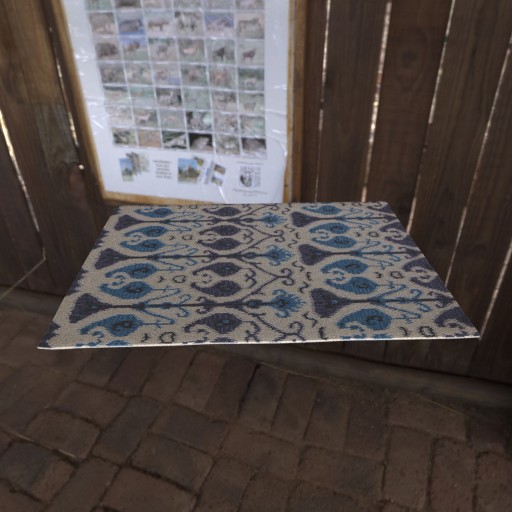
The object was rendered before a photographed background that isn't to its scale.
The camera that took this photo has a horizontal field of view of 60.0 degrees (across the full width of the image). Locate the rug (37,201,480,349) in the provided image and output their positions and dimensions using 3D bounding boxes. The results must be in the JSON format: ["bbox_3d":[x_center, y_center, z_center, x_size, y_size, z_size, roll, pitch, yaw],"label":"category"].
[{"bbox_3d":[0.000,0.000,4.251,3.228,0.024,2.443,-1,31,-2],"label":"rug"}]
